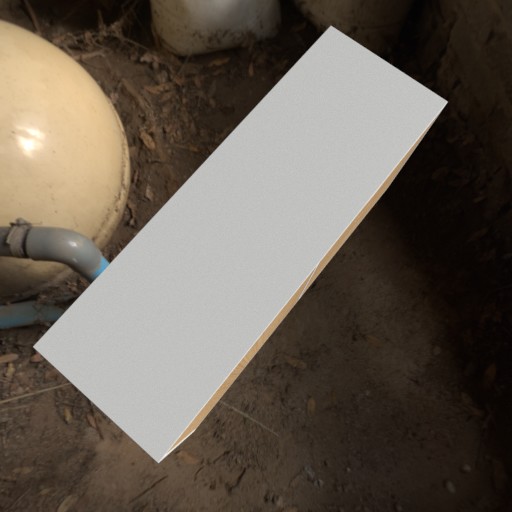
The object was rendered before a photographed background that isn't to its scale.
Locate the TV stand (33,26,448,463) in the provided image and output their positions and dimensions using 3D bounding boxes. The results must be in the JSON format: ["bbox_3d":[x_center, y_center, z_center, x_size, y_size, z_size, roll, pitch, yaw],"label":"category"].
[{"bbox_3d":[0.000,0.000,1.538,0.406,0.812,1.193,38,78,10],"label":"TV stand"}]
